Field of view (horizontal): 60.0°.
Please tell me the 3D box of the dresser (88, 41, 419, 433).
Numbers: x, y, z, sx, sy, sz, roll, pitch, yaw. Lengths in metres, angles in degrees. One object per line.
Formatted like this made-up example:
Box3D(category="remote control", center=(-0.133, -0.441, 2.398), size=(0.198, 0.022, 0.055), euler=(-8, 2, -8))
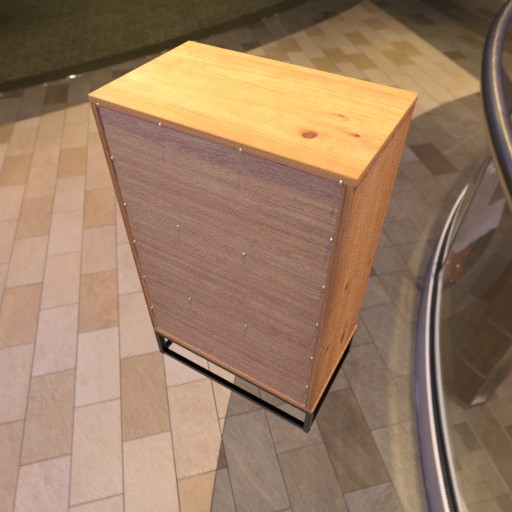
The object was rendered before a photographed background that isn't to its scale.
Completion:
Box3D(category="dresser", center=(0.000, 0.000, 1.622), size=(0.761, 1.240, 0.479), euler=(22, 49, 21))
